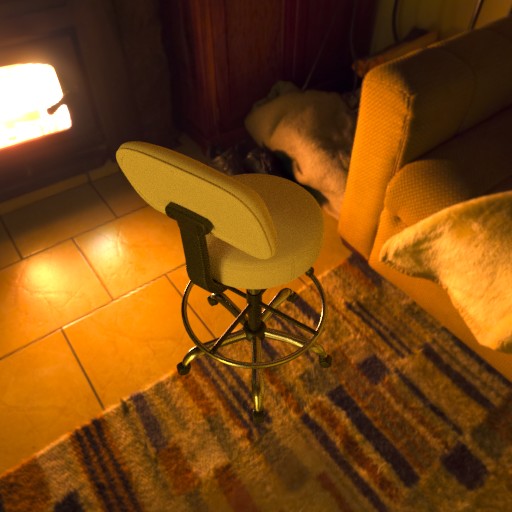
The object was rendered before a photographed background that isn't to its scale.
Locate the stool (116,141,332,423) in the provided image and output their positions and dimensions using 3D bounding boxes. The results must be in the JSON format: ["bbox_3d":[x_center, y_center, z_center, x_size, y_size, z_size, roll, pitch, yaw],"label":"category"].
[{"bbox_3d":[0.000,0.000,1.428,0.609,1.080,0.616,26,52,22],"label":"stool"}]
